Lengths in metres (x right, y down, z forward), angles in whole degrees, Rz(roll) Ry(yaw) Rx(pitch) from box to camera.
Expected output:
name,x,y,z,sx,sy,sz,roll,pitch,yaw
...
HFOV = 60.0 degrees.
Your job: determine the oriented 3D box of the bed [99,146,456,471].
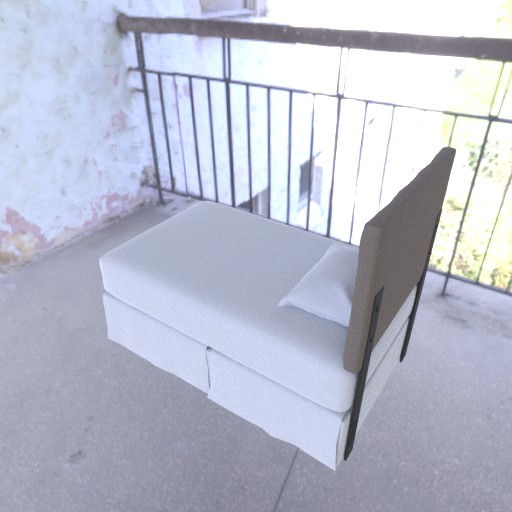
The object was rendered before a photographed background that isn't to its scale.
name,x,y,z,sx,sy,sz,roll,pitch,yaw
bed,0.000,0.000,2.983,1.997,1.571,1.261,21,38,29
